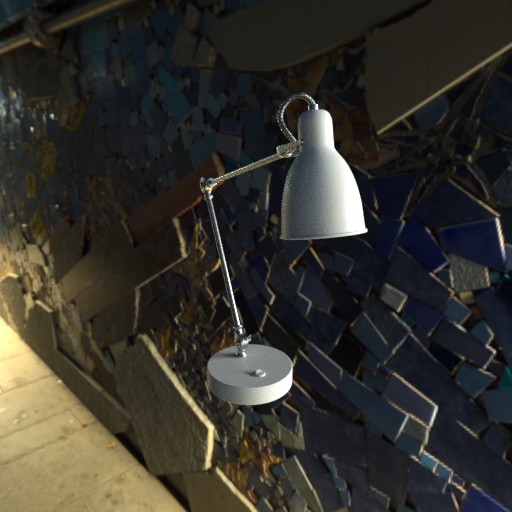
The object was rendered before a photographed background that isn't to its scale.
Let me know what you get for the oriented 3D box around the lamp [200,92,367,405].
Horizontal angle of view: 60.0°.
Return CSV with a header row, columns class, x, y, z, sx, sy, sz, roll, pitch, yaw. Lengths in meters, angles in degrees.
class,x,y,z,sx,sy,sz,roll,pitch,yaw
lamp,0.000,0.000,0.875,0.187,0.587,0.561,-8,18,-26
